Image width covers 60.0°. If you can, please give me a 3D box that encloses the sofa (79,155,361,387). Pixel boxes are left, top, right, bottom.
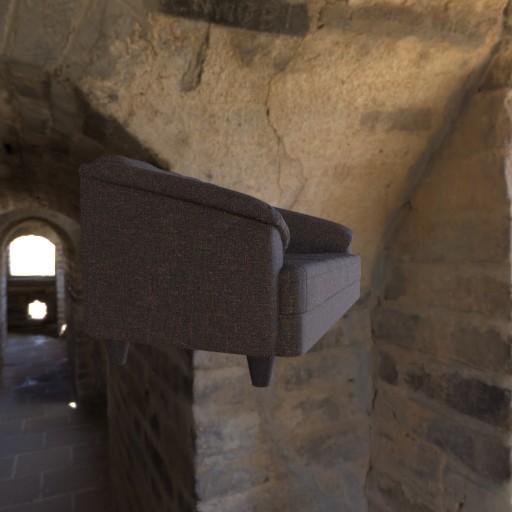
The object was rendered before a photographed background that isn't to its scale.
[{"bbox_3d":[0.000,0.000,2.212,0.887,0.790,1.849,0,1,19],"label":"sofa"}]
